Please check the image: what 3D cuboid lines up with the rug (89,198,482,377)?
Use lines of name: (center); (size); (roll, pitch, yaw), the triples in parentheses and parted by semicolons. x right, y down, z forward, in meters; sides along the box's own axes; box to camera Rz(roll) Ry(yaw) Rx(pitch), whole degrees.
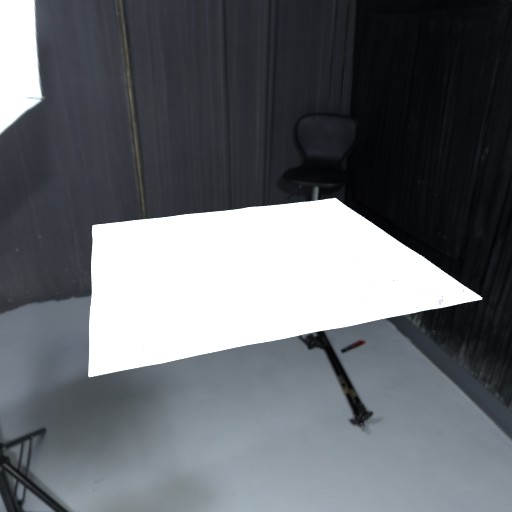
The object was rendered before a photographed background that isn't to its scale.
rug: (0.000, 0.000, 0.903); (0.639, 0.006, 0.548); (-8, 27, -16)
